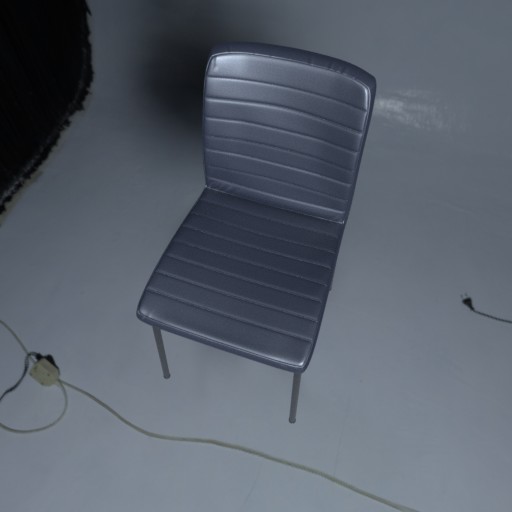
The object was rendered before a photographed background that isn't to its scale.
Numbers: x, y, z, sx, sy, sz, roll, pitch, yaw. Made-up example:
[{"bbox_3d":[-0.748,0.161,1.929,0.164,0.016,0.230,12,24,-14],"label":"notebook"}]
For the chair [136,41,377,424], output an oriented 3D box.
[{"bbox_3d":[0.000,0.000,1.195,0.450,0.872,0.572,16,59,10],"label":"chair"}]
